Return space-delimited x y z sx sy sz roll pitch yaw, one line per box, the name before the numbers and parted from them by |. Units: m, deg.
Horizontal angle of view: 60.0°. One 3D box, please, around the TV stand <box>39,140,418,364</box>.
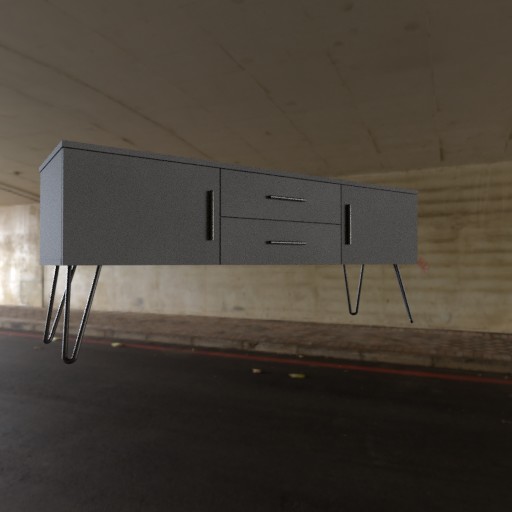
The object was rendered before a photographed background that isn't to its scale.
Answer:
TV stand | 0.000 0.000 1.636 1.400 0.560 0.400 1 -1 -34
